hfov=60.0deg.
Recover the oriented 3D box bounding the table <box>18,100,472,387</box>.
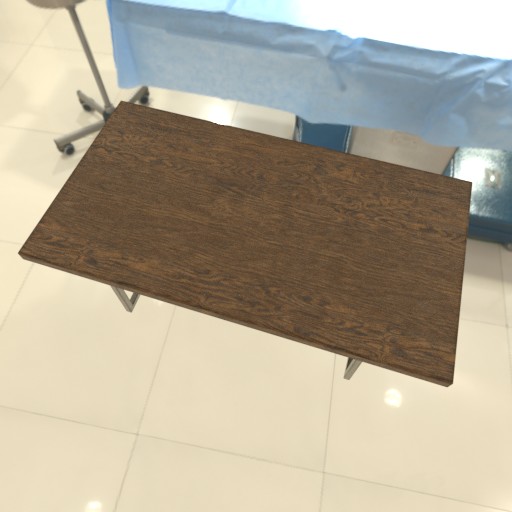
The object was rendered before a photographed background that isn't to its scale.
[{"bbox_3d":[0.000,0.000,2.510,1.989,0.795,1.078,15,61,9],"label":"table"}]
